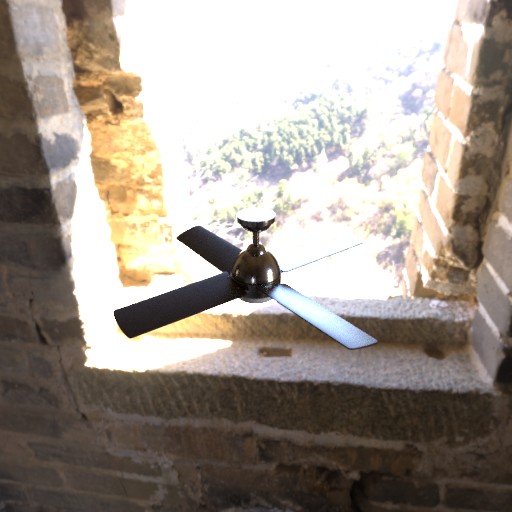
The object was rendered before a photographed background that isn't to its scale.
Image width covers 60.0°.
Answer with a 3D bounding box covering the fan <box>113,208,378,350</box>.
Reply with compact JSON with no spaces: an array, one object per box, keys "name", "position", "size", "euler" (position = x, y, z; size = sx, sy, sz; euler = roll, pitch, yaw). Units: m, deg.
[{"name":"fan","position":[0.000,0.000,2.025],"size":[1.332,0.403,1.332],"euler":[-18,32,-32]}]
